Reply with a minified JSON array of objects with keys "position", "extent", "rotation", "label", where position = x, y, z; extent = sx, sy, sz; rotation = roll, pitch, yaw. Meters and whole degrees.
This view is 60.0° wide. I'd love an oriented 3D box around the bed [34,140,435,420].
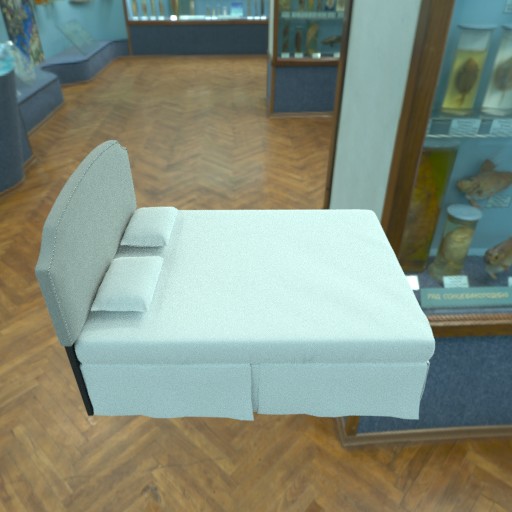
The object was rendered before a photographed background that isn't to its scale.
[{"position":[0.000,0.000,2.857],"extent":[1.999,1.270,1.558],"rotation":[0,34,0],"label":"bed"}]
